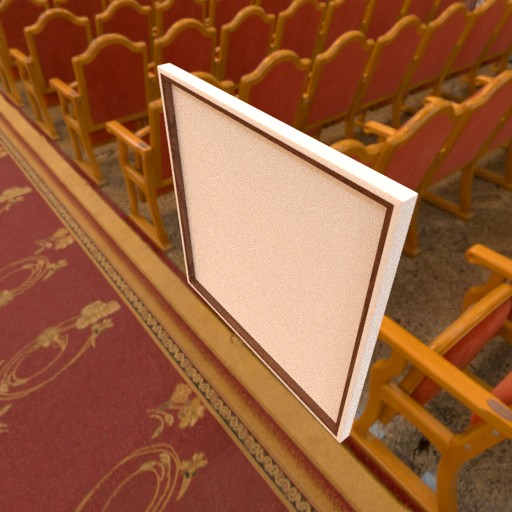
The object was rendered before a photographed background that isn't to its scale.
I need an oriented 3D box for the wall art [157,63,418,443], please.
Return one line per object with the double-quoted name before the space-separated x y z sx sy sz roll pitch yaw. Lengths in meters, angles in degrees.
"wall art" 0.000 0.000 1.138 0.037 0.757 0.757 -27 48 -28
